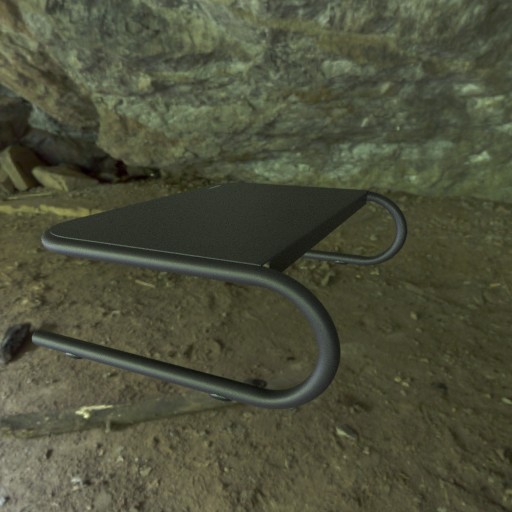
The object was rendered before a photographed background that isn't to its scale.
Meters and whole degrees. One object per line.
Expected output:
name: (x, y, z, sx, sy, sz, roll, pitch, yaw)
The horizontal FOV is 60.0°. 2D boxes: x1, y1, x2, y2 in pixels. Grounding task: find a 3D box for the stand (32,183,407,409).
stand: (0.000, 0.000, 0.491, 0.280, 0.108, 0.370, 8, 19, 23)
